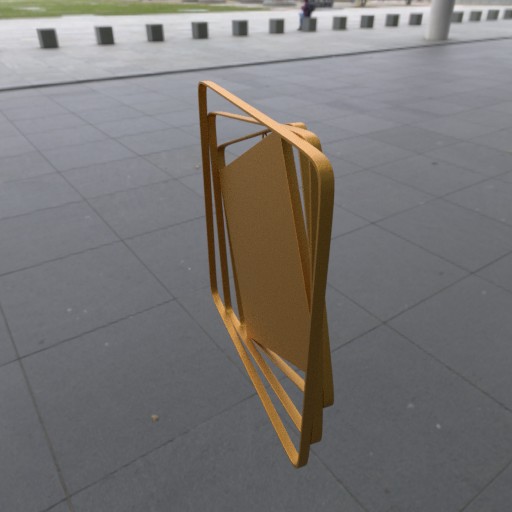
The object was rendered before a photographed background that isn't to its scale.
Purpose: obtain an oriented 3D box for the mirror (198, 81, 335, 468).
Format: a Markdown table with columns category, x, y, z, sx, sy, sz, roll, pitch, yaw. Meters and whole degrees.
| category | x | y | z | sx | sy | sz | roll | pitch | yaw |
| --- | --- | --- | --- | --- | --- | --- | --- | --- | --- |
| mirror | 0.000 | 0.000 | 0.702 | 0.045 | 0.468 | 0.470 | -11 | 33 | -17 |
